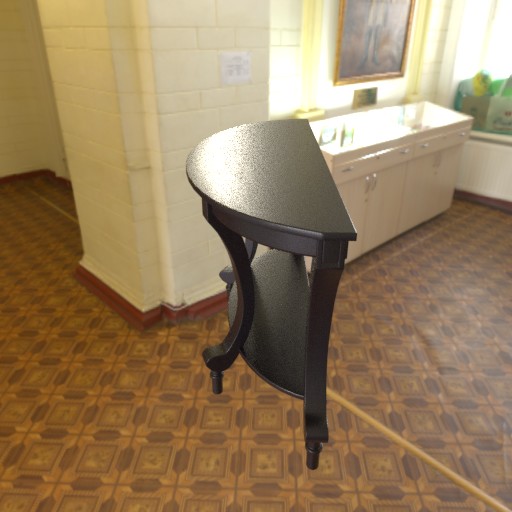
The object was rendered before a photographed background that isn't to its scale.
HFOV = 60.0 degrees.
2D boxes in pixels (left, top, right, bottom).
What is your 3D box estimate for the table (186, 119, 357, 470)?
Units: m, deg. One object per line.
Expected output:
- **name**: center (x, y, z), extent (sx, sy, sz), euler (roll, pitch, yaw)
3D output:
- **table**: center (0.000, 0.000, 1.478), extent (0.394, 0.692, 1.198), euler (1, 27, 2)
